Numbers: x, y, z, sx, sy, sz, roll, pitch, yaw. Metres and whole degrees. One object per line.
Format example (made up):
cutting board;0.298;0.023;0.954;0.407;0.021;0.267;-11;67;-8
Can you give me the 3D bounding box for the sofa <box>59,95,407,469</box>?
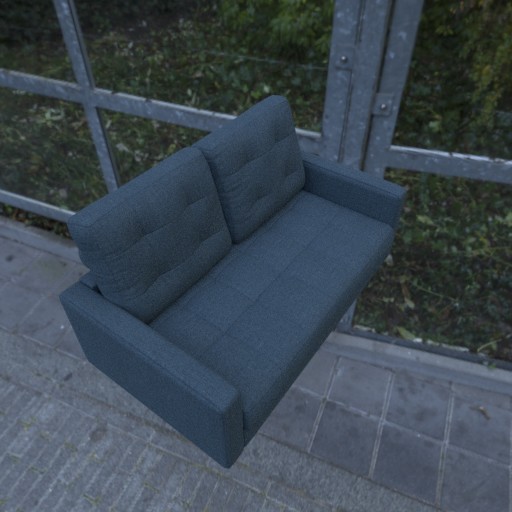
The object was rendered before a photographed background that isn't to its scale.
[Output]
sofa;0.000;0.000;1.938;0.842;0.907;1.407;27;50;25
